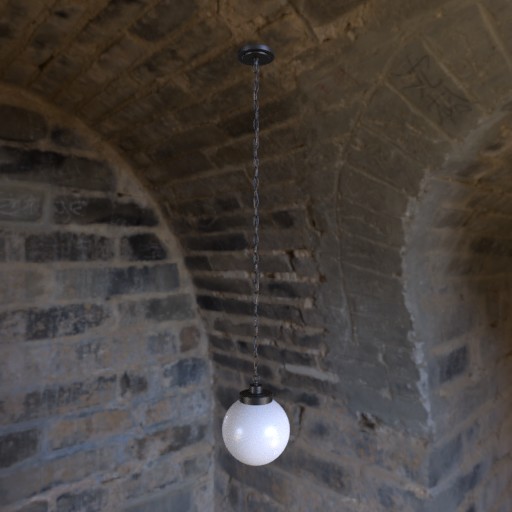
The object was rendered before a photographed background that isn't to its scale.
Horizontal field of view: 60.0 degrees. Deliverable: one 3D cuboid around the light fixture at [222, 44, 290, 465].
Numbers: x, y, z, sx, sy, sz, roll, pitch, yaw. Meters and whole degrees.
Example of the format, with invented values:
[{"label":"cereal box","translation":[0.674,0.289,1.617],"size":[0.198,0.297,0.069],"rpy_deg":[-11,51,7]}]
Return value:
[{"label":"light fixture","translation":[0.000,0.000,2.023],"size":[0.305,1.867,0.304],"rpy_deg":[0,-1,-1]}]
